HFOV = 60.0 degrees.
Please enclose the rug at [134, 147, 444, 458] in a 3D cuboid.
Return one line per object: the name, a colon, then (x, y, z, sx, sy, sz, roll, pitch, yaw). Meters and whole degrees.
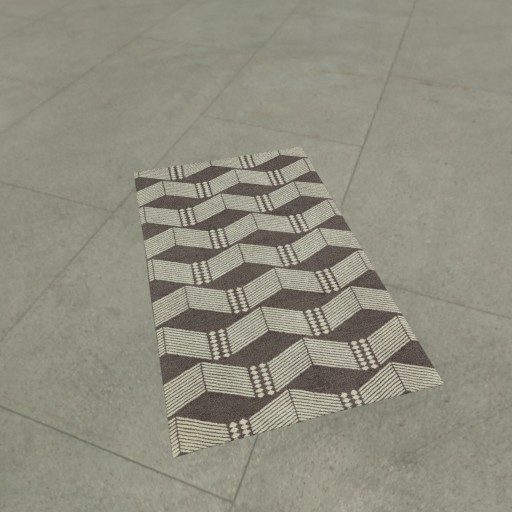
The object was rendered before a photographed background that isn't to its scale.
rug: (0.000, 0.000, 3.137, 1.517, 0.011, 2.435, -11, 48, -10)
